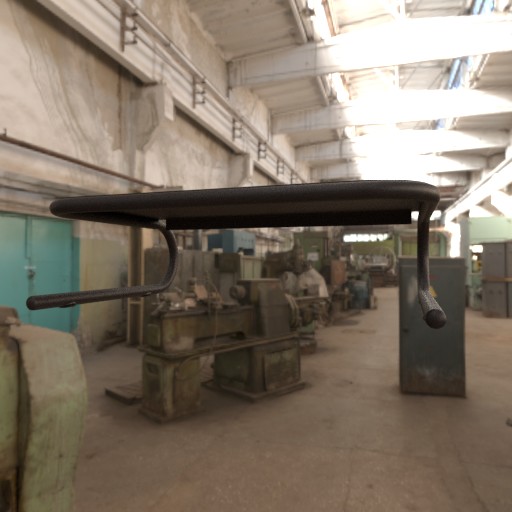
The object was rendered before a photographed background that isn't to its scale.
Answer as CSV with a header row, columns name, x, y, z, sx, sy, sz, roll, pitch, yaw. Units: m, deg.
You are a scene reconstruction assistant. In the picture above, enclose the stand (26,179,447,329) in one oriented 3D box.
name,x,y,z,sx,sy,sz,roll,pitch,yaw
stand,0.000,0.000,0.492,0.370,0.108,0.280,0,-1,19
